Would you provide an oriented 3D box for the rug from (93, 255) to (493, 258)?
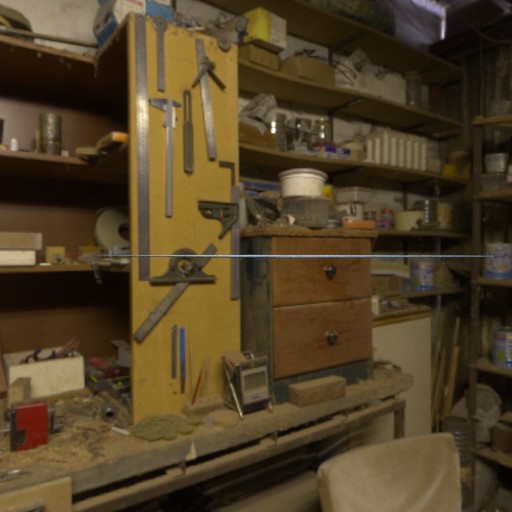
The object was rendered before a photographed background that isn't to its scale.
[{"bbox_3d":[0.000,0.000,3.027,1.525,0.007,2.440,0,0,-35],"label":"rug"}]
